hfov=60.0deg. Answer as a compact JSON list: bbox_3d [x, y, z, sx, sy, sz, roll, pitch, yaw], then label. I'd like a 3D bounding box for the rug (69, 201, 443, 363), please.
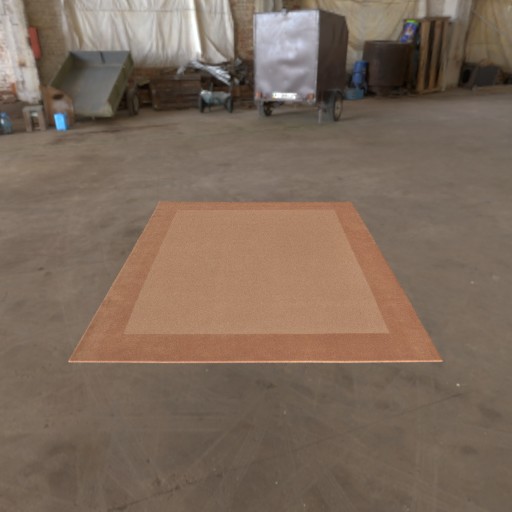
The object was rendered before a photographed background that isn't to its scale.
[{"bbox_3d":[0.000,0.000,4.223,2.431,0.021,3.057,0,26,0],"label":"rug"}]
